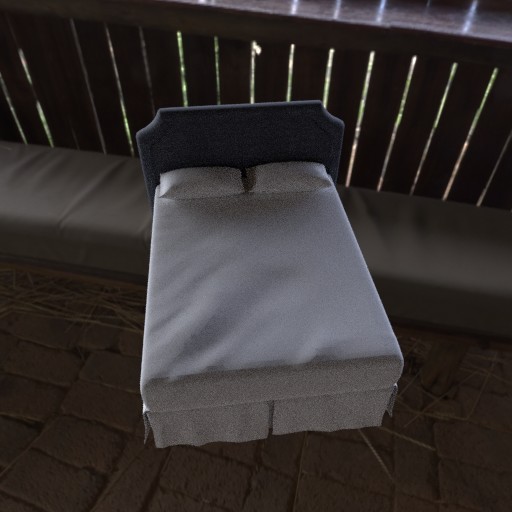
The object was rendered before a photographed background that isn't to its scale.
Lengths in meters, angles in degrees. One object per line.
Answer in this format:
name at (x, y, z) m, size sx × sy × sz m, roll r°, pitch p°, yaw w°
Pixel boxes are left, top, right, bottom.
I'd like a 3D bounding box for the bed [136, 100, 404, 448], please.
bed at (0.000, 0.000, 3.168) m, size 1.693 × 1.290 × 2.116 m, roll -5°, pitch 45°, yaw -5°
